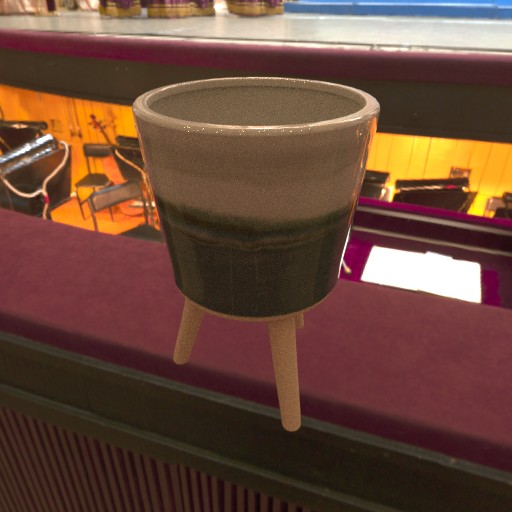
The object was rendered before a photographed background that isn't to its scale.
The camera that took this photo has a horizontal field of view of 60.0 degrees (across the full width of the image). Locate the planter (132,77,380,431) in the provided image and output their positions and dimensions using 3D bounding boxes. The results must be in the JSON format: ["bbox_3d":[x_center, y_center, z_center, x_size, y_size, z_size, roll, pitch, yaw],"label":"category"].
[{"bbox_3d":[0.000,0.000,0.481,0.217,0.331,0.217,10,33,16],"label":"planter"}]
